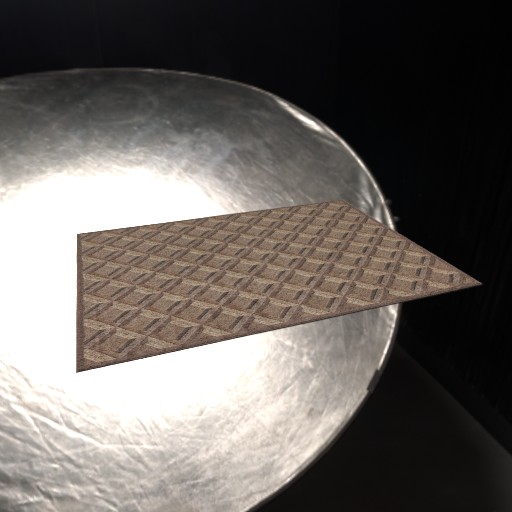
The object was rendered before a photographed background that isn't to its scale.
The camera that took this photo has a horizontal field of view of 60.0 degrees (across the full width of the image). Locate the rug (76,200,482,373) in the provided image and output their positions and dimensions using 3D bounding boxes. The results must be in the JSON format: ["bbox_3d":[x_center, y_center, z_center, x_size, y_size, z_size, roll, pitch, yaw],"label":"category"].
[{"bbox_3d":[0.000,0.000,4.311,3.294,0.018,2.382,-9,28,-18],"label":"rug"}]
